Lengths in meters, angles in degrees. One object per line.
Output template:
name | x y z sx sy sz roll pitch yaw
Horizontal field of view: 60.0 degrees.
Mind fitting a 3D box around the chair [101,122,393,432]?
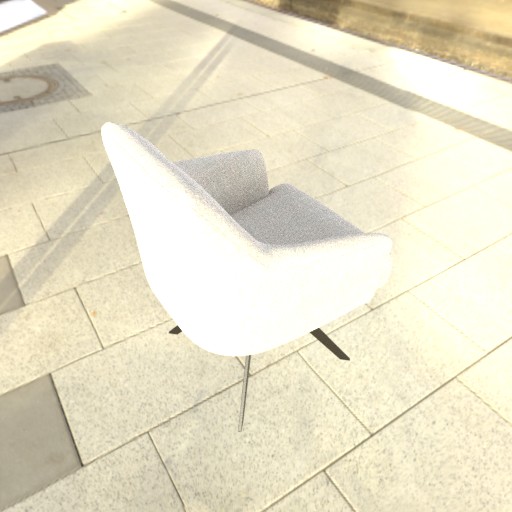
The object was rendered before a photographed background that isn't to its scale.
chair | 0.000 0.000 1.361 0.677 0.874 0.642 -24 46 -26
